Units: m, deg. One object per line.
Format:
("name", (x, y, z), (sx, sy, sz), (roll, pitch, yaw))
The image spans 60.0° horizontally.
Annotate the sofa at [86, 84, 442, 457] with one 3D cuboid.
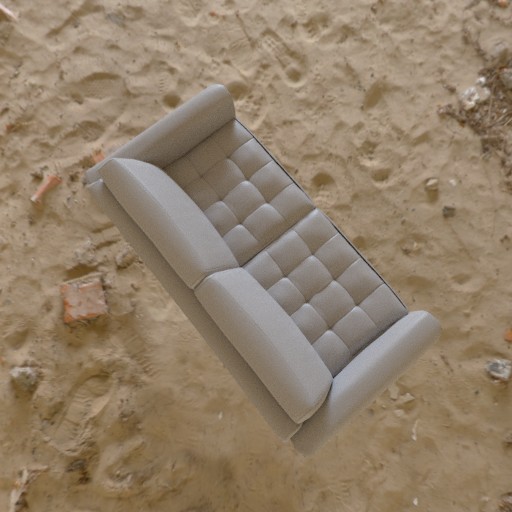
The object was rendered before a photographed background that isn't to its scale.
("sofa", (0.000, 0.000, 2.786), (1.121, 0.930, 2.177), (-38, 79, -9))
